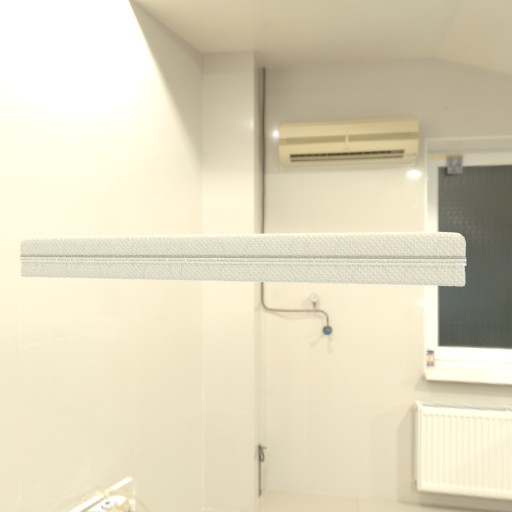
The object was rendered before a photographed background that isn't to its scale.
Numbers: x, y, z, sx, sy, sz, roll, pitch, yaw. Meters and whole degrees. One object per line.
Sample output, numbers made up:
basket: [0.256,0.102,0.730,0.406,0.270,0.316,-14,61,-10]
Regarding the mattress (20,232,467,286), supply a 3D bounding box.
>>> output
mattress: [0.000,0.000,2.537,2.000,0.200,1.400,0,1,17]
